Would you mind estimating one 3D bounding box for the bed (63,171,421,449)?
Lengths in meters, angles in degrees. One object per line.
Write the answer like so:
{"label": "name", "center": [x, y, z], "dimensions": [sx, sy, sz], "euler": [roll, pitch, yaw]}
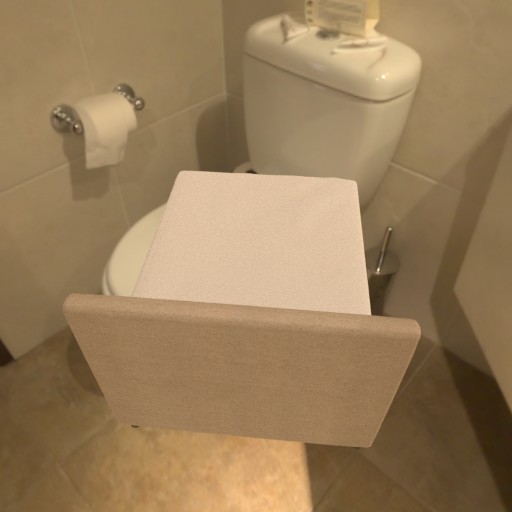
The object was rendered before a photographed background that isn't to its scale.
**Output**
{"label": "bed", "center": [0.000, 0.000, 3.194], "dimensions": [1.713, 1.330, 2.162], "euler": [4, 45, 4]}
